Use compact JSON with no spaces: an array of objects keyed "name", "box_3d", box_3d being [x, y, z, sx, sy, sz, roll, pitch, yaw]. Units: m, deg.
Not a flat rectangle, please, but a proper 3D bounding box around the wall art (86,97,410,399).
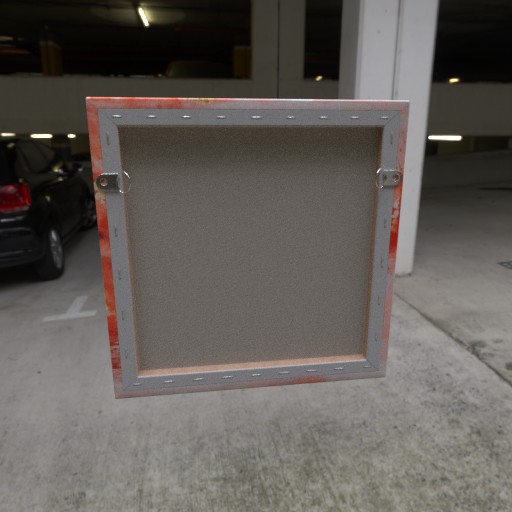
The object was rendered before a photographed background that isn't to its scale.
[{"name":"wall art","box_3d":[0.000,0.000,1.114,0.747,0.746,0.064,-2,16,-8]}]
